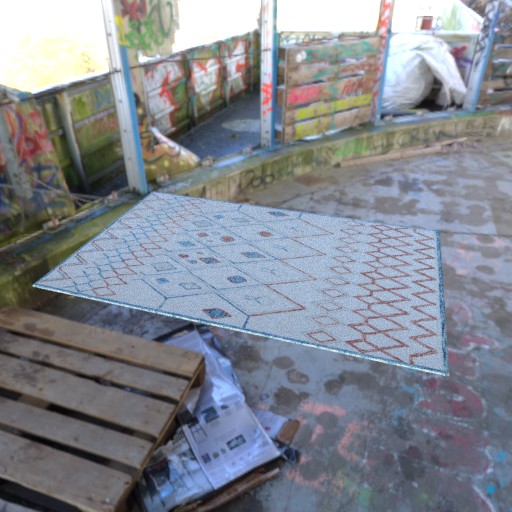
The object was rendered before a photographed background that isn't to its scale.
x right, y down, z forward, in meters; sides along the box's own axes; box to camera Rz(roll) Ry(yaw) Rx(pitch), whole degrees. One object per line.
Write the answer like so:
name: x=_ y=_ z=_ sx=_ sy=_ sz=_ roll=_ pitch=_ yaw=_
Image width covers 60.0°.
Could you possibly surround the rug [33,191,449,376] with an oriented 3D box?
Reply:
rug: x=0.000 y=0.000 z=3.060 sx=2.438 sy=0.015 sz=1.524 roll=10 pitch=33 yaw=15
